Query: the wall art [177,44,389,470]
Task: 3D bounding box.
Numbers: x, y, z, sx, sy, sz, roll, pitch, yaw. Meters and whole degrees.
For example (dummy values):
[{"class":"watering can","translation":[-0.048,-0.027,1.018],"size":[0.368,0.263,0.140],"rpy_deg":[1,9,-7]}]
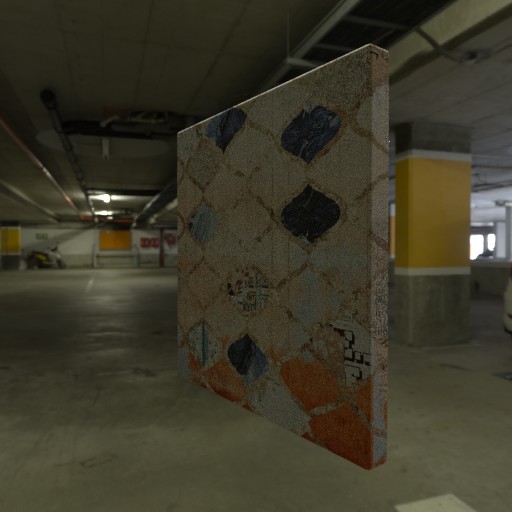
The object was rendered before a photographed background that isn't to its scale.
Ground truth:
[{"class":"wall art","translation":[0.000,0.000,0.738],"size":[0.038,0.508,0.507],"rpy_deg":[-1,1,-36]}]
